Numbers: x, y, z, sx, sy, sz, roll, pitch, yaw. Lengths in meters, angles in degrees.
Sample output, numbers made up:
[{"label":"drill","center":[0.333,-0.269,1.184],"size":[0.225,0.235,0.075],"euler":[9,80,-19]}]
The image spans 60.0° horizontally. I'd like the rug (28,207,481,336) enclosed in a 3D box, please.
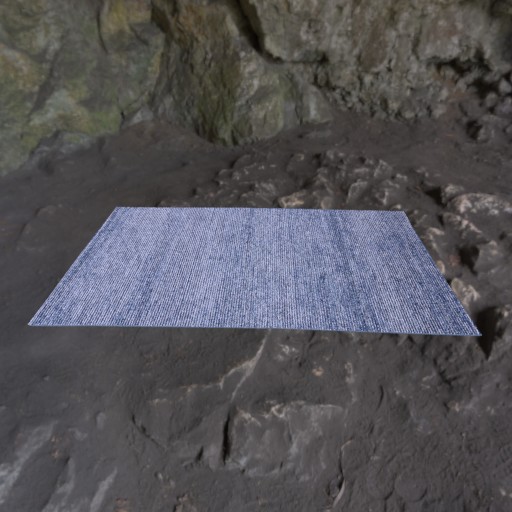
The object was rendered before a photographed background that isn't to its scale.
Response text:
[{"label":"rug","center":[0.000,0.000,2.221],"size":[1.777,0.021,1.145],"euler":[1,30,2]}]
